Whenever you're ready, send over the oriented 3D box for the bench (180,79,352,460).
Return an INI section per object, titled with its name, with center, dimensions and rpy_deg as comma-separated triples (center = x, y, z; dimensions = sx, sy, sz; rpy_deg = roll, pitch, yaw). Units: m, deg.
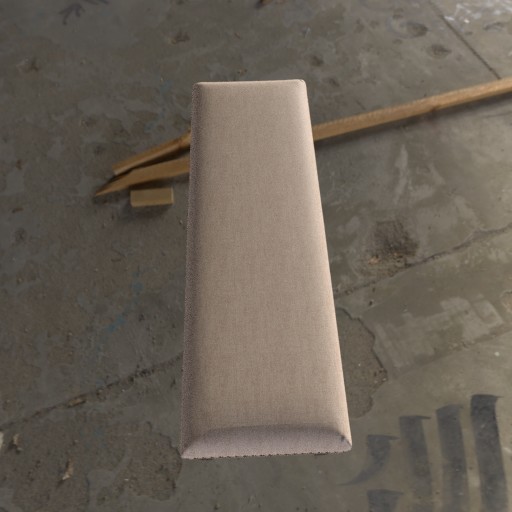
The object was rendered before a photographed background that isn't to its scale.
[bench]
center = 0.000, 0.000, 1.466
dimensions = 0.410, 0.457, 1.219
rpy_deg = -2, 63, -1
